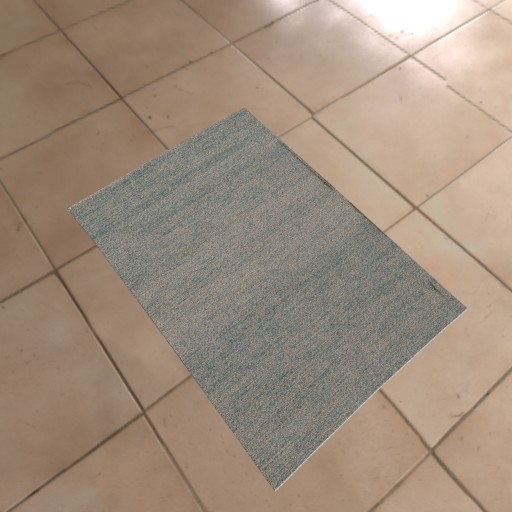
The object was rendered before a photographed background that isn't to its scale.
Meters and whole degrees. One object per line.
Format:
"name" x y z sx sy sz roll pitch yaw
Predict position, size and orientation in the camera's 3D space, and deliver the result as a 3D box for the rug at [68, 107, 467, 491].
"rug" 0.000 0.000 2.987 1.613 0.030 2.306 -35 67 -17
